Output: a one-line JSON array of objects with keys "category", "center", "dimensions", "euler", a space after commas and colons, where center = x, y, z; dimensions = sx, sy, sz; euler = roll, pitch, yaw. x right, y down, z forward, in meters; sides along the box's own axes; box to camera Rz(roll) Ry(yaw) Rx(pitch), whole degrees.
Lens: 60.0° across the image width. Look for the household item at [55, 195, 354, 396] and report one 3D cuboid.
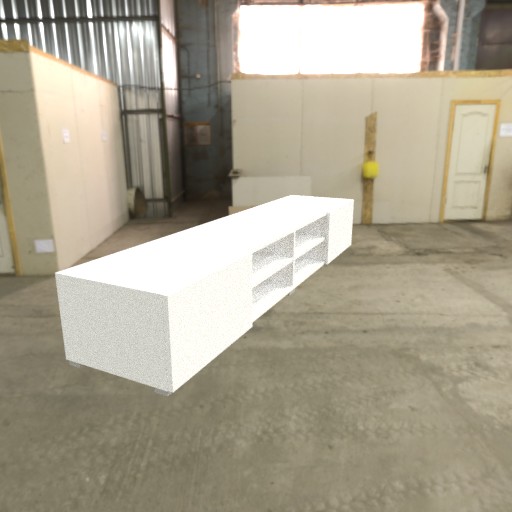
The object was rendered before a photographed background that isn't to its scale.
[{"category": "household item", "center": [0.000, 0.000, 2.079], "dimensions": [0.420, 0.310, 1.850], "euler": [8, 18, 26]}]
